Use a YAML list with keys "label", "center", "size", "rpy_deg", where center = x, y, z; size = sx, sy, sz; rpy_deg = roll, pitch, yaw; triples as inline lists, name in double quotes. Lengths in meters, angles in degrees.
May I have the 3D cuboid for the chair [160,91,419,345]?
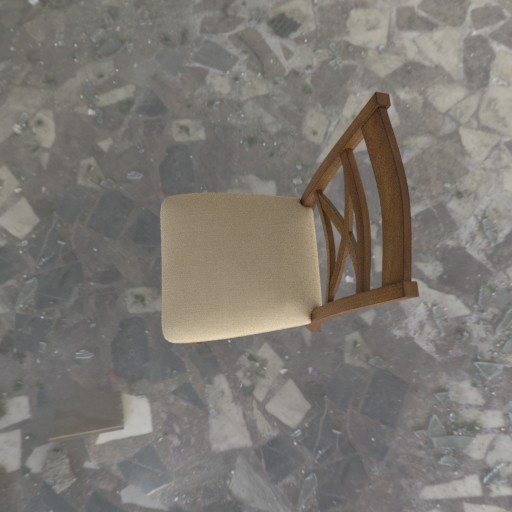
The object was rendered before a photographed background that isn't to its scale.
- label: "chair"
  center: [0.000, 0.000, 1.282]
  size: [0.581, 0.949, 0.461]
  rpy_deg: [-3, 76, -1]
